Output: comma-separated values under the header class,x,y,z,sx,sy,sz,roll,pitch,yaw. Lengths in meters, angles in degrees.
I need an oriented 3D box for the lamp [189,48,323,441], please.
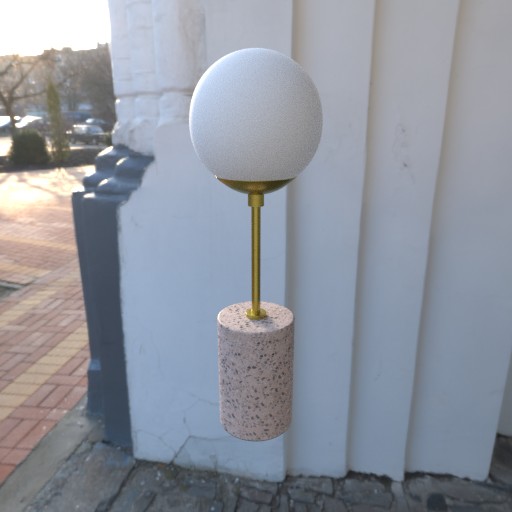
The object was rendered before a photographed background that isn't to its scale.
class,x,y,z,sx,sy,sz,roll,pitch,yaw
lamp,0.000,0.000,0.561,0.153,0.480,0.153,0,17,0
